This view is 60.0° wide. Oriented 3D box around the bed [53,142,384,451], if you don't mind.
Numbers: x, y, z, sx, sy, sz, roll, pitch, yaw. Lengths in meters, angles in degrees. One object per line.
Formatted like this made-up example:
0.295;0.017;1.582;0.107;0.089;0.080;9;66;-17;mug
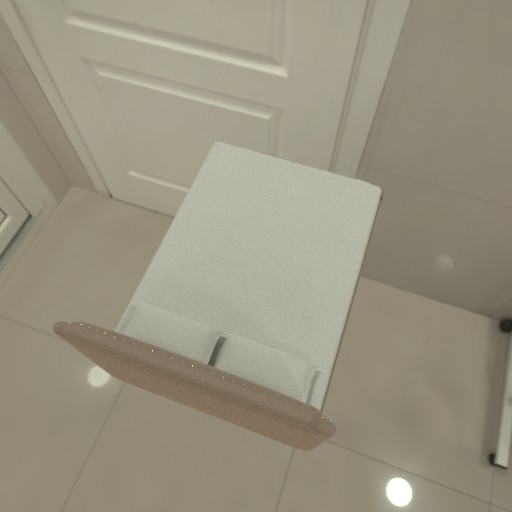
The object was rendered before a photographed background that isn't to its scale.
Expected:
0.000;0.000;3.477;1.713;1.443;2.372;18;64;9;bed
